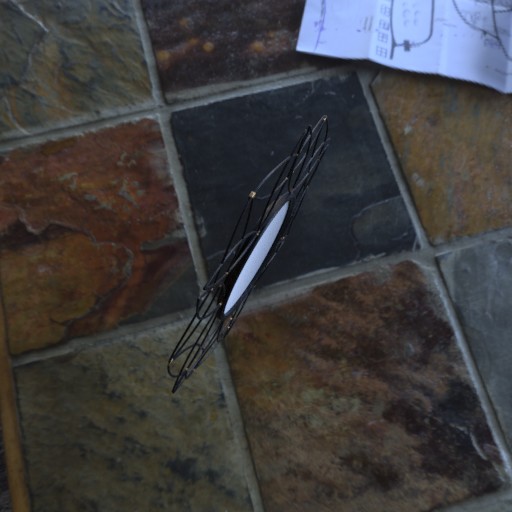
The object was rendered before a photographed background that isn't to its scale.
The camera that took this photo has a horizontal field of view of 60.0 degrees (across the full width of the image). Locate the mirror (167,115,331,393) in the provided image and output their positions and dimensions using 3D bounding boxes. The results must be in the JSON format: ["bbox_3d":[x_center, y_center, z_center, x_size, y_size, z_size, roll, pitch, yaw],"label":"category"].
[{"bbox_3d":[0.000,0.000,1.161,0.028,0.775,0.797,30,76,8],"label":"mirror"}]
